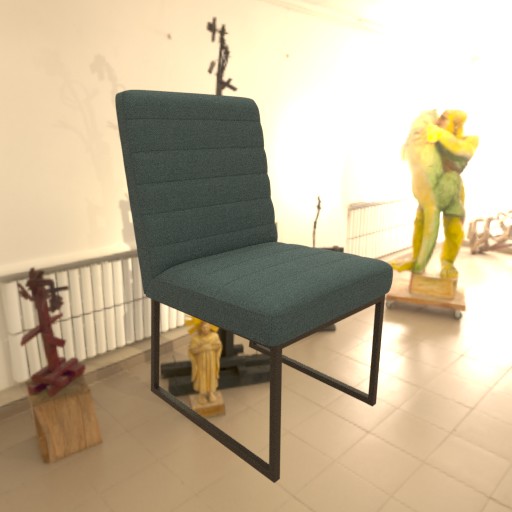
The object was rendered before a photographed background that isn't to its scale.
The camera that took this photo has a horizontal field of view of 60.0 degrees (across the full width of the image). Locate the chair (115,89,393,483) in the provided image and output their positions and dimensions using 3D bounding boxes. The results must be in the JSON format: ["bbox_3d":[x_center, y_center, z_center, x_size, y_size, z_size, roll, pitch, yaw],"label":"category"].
[{"bbox_3d":[0.000,0.000,1.305,0.520,0.930,0.634,-15,21,-42],"label":"chair"}]
